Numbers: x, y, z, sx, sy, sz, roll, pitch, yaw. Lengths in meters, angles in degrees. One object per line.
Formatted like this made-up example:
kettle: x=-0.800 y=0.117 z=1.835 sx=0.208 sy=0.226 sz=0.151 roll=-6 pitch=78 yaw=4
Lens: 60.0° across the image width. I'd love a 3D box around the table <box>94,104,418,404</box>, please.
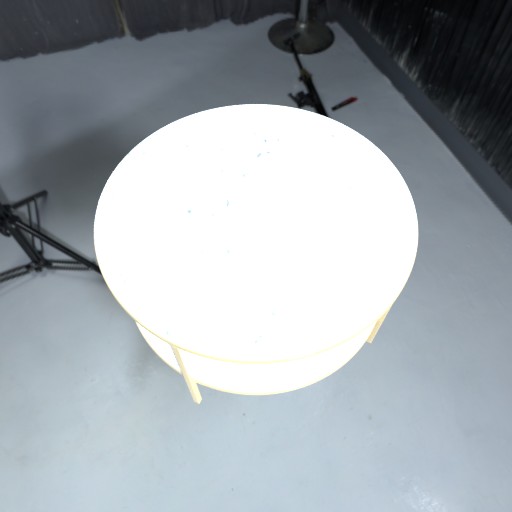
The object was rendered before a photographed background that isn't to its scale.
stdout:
table: x=0.000 y=0.000 z=1.296 sx=0.800 sy=0.450 sz=0.800 roll=0 pitch=56 yaw=0
